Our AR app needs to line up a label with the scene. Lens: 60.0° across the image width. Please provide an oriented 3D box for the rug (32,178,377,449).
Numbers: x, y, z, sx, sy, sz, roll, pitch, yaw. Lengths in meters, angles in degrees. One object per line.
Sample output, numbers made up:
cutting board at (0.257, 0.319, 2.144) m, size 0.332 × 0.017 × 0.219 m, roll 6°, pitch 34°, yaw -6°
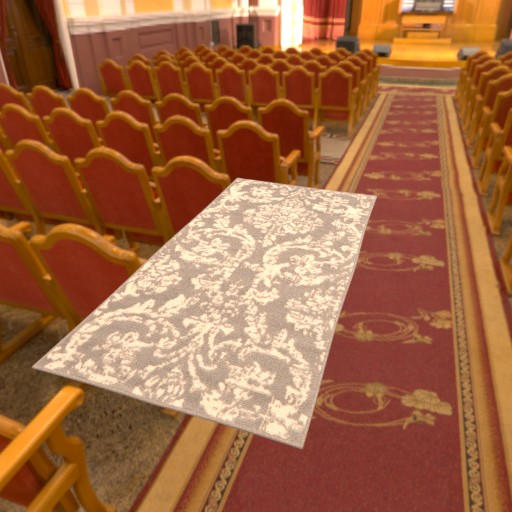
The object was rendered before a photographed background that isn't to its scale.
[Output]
rug at (0.000, 0.000, 1.369) m, size 0.604 × 0.007 × 1.219 m, roll 10°, pitch 32°, yaw 17°
